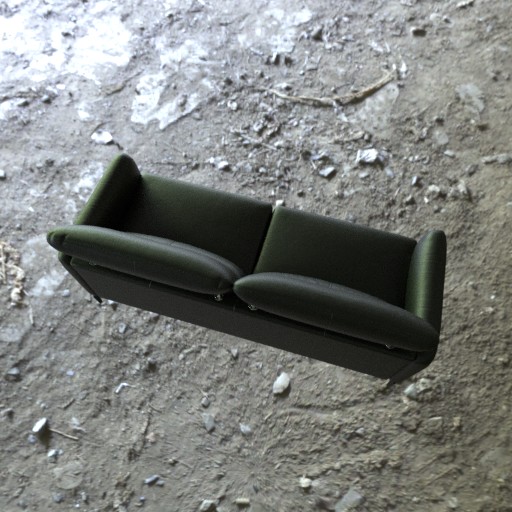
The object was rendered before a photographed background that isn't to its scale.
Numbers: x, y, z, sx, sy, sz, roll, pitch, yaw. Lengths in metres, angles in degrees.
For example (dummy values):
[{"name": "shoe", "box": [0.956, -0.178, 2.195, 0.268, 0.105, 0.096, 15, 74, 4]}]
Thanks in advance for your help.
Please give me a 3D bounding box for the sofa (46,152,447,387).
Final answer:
[{"name": "sofa", "box": [0.000, 0.000, 2.551, 2.069, 0.957, 0.856, 15, 65, 7]}]
